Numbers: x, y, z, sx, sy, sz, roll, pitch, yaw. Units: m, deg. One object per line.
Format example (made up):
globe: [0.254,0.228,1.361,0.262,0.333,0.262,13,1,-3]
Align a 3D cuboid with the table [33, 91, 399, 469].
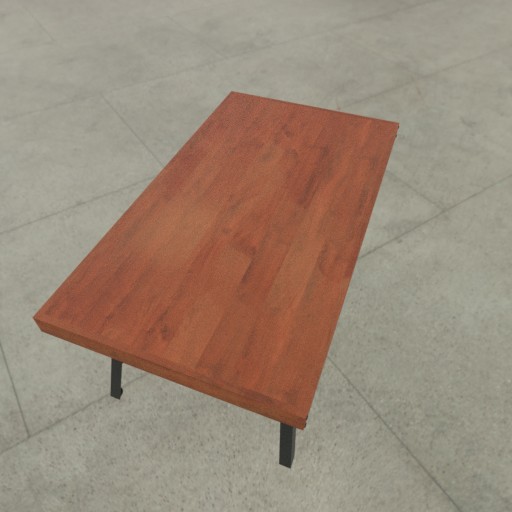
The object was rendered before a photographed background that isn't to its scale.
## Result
table: [0.000,0.000,1.373,0.610,0.457,1.067,16,49,14]
